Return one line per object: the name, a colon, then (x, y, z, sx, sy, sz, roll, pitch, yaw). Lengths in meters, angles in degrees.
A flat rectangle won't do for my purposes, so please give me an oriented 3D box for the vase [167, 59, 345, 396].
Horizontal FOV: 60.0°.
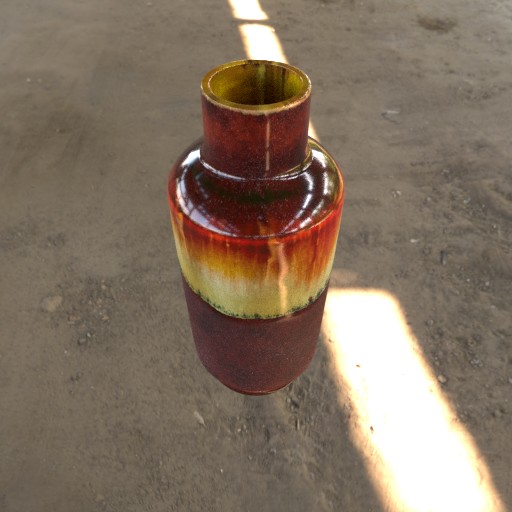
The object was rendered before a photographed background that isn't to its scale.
vase: (0.000, 0.000, 0.323, 0.111, 0.261, 0.111, 0, 46, 0)
